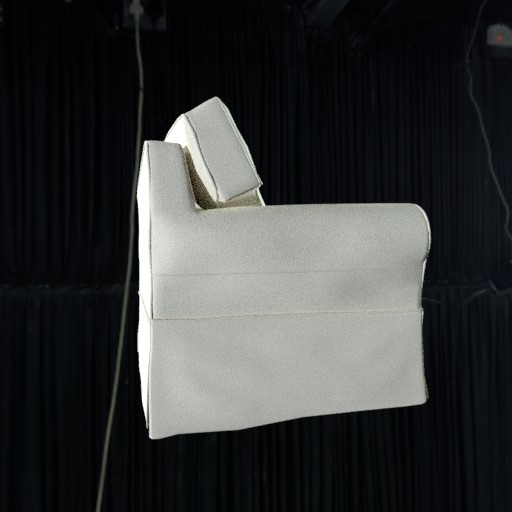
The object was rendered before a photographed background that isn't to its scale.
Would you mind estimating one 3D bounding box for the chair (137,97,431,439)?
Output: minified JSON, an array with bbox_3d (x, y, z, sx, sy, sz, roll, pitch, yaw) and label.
[{"bbox_3d":[0.000,0.000,1.779,0.904,0.958,1.099,0,0,-16],"label":"chair"}]
